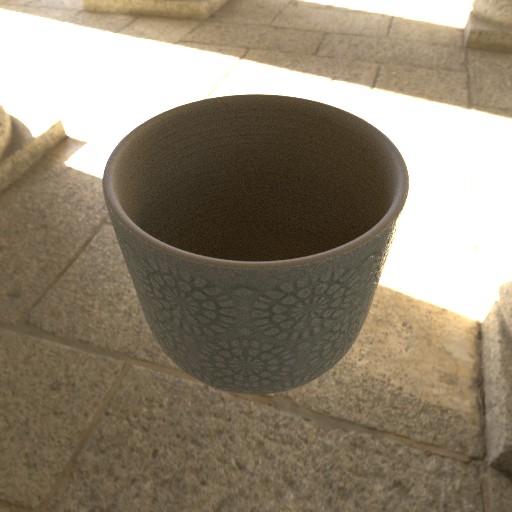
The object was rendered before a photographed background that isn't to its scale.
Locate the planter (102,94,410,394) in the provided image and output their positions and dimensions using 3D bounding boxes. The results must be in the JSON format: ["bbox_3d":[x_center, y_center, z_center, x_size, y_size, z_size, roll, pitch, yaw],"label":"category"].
[{"bbox_3d":[0.000,0.000,0.303,0.169,0.153,0.169,0,45,0],"label":"planter"}]
